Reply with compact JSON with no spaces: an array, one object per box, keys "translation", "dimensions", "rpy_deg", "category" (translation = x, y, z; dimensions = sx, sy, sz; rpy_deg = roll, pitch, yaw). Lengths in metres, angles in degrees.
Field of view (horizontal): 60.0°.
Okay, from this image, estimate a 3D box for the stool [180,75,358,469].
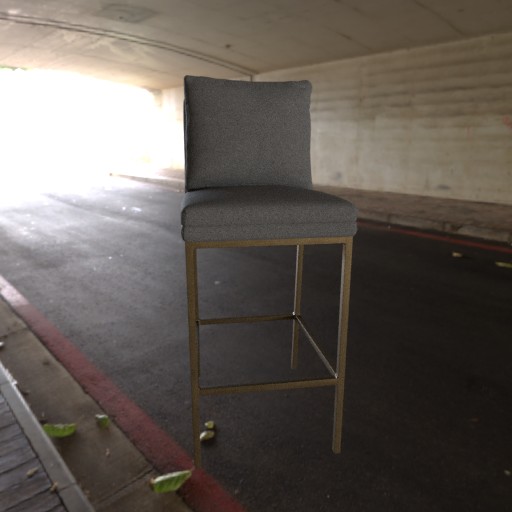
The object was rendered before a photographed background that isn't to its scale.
[{"translation":[0.000,0.000,1.438],"dimensions":[0.463,1.130,0.569],"rpy_deg":[-2,15,-8],"category":"stool"}]
